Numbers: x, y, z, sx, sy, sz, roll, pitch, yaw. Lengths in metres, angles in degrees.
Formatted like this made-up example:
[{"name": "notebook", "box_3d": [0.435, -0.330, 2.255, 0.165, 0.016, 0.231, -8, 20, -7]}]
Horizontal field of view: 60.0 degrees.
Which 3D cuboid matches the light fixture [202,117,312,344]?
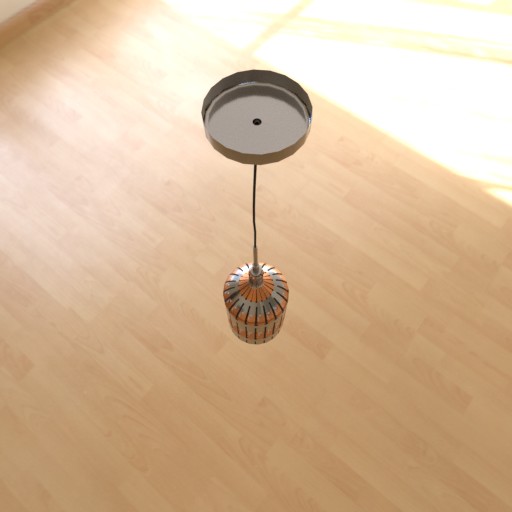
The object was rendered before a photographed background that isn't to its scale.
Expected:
[{"name": "light fixture", "box_3d": [0.000, 0.000, 1.683, 0.303, 1.535, 0.303, 0, 65, 0]}]
